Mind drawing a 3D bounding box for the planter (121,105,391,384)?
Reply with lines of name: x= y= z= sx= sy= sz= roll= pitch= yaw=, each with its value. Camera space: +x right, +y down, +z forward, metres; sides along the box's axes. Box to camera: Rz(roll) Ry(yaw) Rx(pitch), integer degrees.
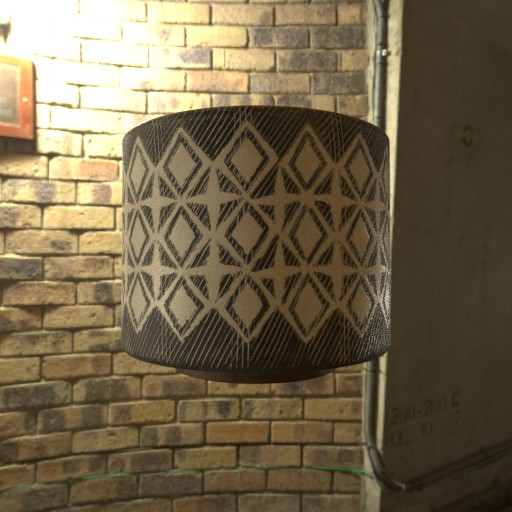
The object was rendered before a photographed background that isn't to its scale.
planter: x=0.000 y=0.000 z=0.218 sx=0.126 sy=0.104 sz=0.126 roll=0 pitch=-1 yaw=0
